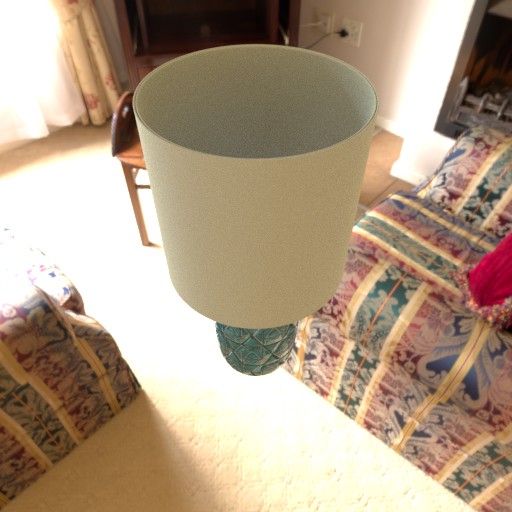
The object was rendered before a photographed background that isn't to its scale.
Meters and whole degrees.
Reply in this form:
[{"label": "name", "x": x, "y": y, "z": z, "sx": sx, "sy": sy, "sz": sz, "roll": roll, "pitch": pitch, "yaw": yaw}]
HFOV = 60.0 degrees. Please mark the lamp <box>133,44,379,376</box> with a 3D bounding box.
[{"label": "lamp", "x": 0.000, "y": 0.000, "z": 0.488, "sx": 0.193, "sy": 0.377, "sz": 0.193, "roll": 3, "pitch": 46, "yaw": 3}]
